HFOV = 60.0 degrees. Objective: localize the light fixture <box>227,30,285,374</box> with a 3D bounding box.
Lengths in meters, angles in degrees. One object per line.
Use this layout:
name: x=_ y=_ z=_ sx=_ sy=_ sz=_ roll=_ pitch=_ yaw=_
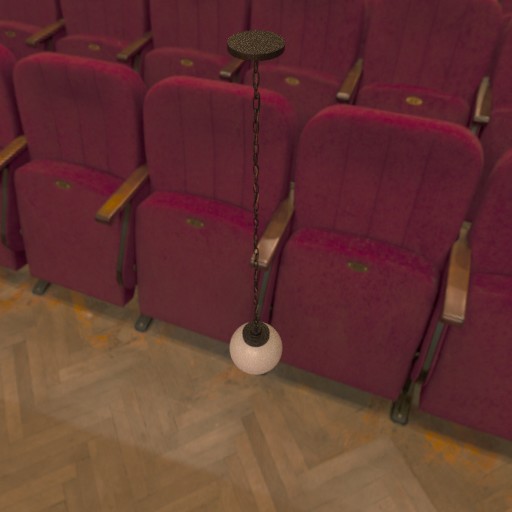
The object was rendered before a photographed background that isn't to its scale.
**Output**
light fixture: x=0.000 y=0.000 z=1.993 sx=0.304 sy=1.867 sz=0.305 roll=16 pitch=49 yaw=14
